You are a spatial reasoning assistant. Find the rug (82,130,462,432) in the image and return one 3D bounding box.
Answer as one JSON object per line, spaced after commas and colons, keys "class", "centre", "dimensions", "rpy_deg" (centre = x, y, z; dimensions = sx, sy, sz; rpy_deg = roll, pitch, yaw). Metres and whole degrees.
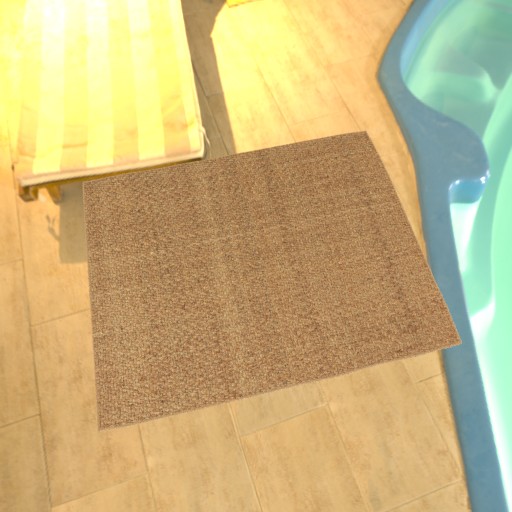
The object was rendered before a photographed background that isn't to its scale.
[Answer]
{"class": "rug", "centre": [0.000, 0.000, 4.083], "dimensions": [3.048, 0.013, 2.439], "rpy_deg": [-12, 64, -6]}
